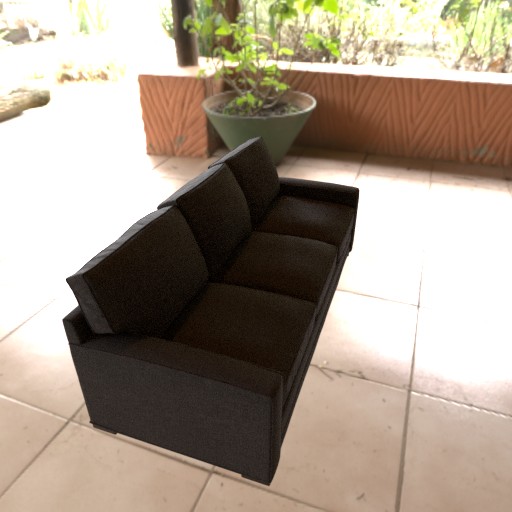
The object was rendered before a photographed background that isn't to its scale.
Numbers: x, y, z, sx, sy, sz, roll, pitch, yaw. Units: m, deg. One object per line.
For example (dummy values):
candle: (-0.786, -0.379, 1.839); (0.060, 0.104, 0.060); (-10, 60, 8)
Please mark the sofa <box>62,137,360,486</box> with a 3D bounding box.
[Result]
sofa: (0.000, 0.000, 2.875); (1.004, 0.978, 2.369); (10, 32, 17)
